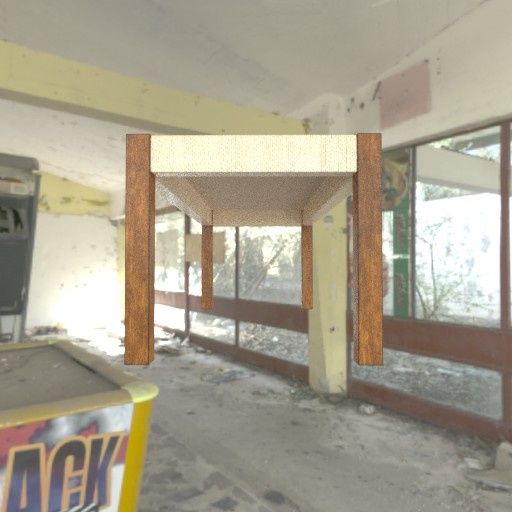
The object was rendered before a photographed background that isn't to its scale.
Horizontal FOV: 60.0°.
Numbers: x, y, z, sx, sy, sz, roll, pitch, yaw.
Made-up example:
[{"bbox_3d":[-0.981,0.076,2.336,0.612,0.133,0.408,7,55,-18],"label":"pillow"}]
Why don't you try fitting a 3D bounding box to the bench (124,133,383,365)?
[{"bbox_3d":[0.000,0.000,1.470,0.507,0.457,1.198,0,-1,0],"label":"bench"}]
